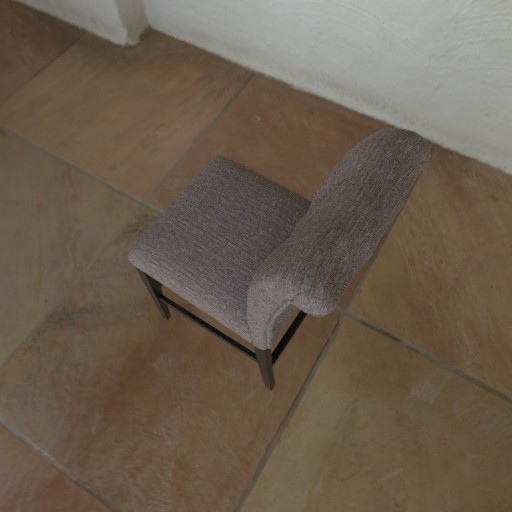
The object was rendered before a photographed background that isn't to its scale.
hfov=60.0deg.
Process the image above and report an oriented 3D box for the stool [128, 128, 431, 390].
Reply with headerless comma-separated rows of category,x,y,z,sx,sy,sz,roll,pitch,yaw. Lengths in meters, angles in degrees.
stool,0.000,0.000,1.312,0.611,0.970,0.457,31,67,15
